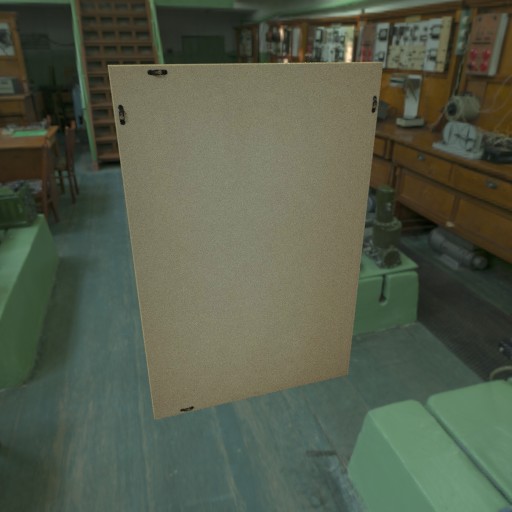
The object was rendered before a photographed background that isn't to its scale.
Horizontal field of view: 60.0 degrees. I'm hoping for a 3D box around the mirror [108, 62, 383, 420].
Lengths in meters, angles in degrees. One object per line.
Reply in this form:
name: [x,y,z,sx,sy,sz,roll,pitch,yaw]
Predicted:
mirror: [0.000,0.000,1.149,0.609,0.915,0.041,-8,27,-16]
